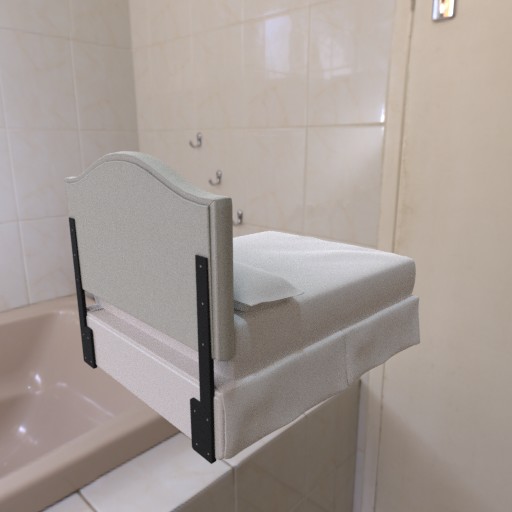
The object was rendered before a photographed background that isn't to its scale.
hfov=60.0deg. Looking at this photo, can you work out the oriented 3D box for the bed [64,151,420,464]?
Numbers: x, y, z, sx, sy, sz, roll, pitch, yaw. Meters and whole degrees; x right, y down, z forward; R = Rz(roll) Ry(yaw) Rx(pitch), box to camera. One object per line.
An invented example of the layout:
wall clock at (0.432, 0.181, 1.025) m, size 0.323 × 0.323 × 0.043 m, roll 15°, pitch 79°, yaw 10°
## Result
bed at (0.000, 0.000, 3.435) m, size 2.180 × 1.607 × 1.813 m, roll -14°, pitch 20°, yaw -42°
